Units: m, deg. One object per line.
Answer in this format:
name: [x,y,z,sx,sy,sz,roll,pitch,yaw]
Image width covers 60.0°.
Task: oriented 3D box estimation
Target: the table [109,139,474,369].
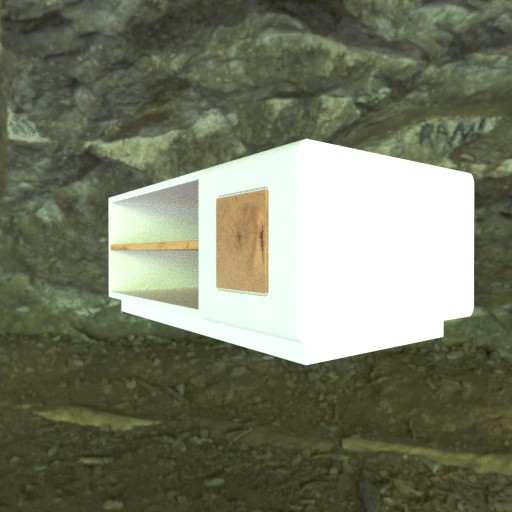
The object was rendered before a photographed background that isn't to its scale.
table: [0.000,0.000,1.435,0.639,0.442,1.097,0,0,-37]
